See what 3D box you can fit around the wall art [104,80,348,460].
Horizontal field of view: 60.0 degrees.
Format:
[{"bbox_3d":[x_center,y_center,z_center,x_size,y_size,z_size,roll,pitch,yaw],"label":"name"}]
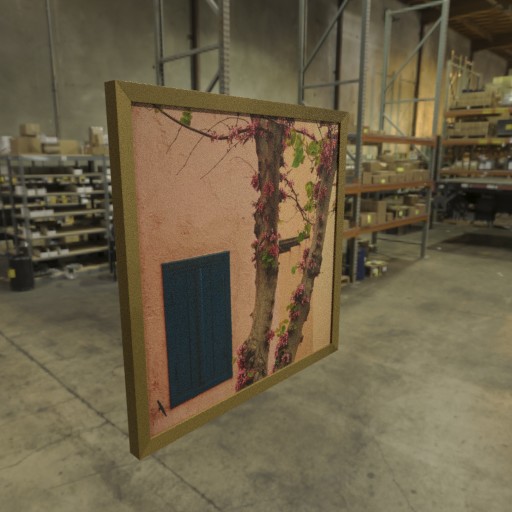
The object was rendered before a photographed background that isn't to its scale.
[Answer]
[{"bbox_3d":[0.000,0.000,1.143,0.038,0.762,0.762,12,17,42],"label":"wall art"}]
